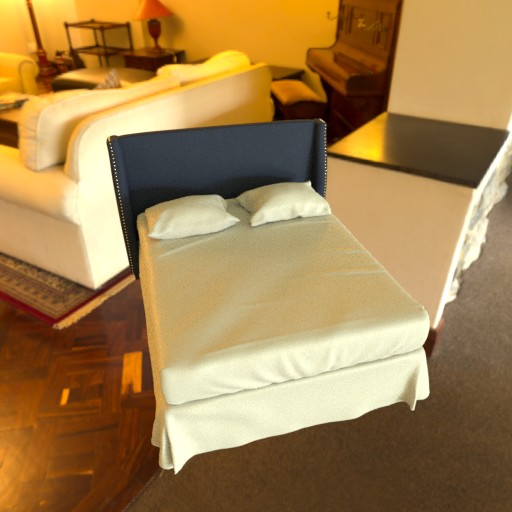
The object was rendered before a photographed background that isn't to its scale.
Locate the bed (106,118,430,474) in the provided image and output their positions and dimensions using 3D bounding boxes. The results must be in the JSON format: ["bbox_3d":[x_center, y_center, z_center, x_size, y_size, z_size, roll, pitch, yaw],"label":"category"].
[{"bbox_3d":[0.000,0.000,3.297,1.925,1.332,2.276,-9,34,-14],"label":"bed"}]
